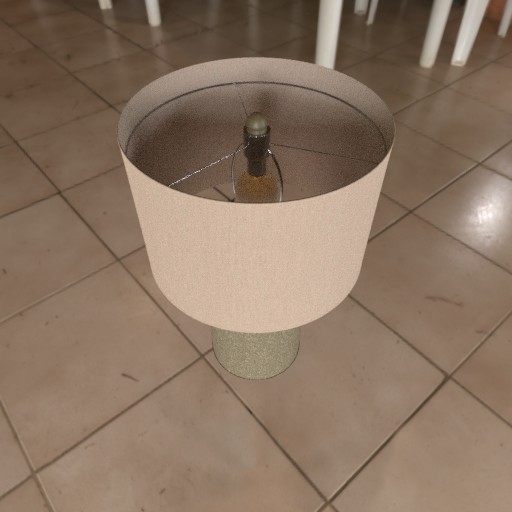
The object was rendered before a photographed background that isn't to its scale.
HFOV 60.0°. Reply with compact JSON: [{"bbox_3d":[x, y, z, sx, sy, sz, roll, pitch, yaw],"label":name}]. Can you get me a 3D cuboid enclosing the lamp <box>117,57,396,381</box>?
[{"bbox_3d":[0.000,0.000,0.691,0.318,0.486,0.318,0,47,0],"label":"lamp"}]
